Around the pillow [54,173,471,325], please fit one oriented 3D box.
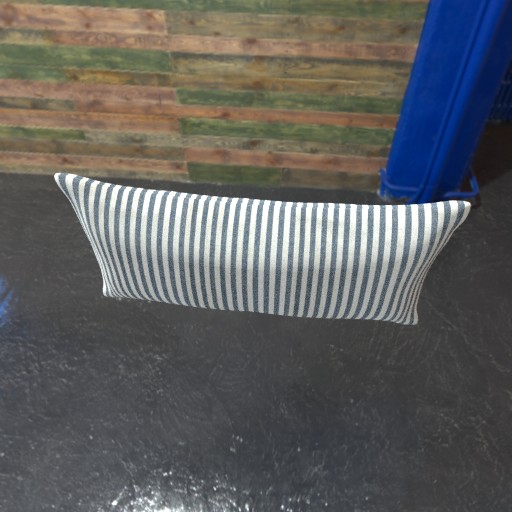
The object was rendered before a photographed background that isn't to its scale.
[{"bbox_3d":[0.000,0.000,0.757,0.617,0.295,0.151,5,47,4],"label":"pillow"}]
